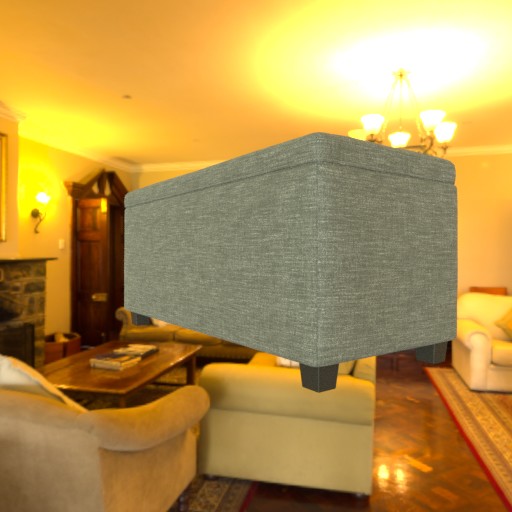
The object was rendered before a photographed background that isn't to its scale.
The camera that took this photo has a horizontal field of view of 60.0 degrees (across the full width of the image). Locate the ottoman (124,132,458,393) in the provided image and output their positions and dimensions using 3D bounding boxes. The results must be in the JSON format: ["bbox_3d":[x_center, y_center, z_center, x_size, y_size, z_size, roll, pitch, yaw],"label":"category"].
[{"bbox_3d":[0.000,0.000,1.151,0.419,0.432,0.902,0,0,-36],"label":"ottoman"}]
